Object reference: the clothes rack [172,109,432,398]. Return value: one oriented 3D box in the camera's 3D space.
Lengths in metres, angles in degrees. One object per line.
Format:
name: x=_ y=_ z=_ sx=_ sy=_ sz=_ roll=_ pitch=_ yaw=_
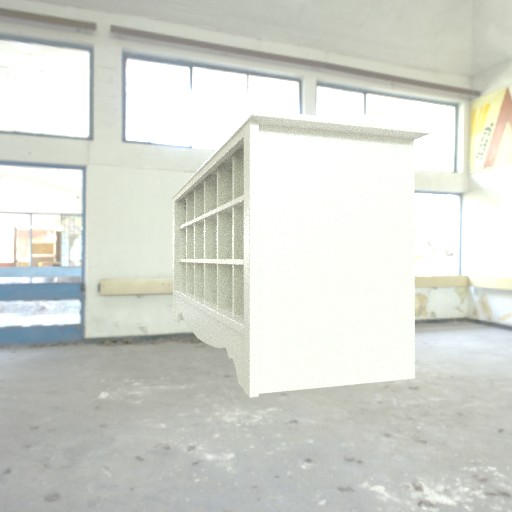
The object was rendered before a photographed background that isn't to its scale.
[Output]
clothes rack: x=0.000 y=0.000 z=1.473 sx=0.405 sy=0.558 sz=1.218 roll=0 pitch=0 yaw=-18
